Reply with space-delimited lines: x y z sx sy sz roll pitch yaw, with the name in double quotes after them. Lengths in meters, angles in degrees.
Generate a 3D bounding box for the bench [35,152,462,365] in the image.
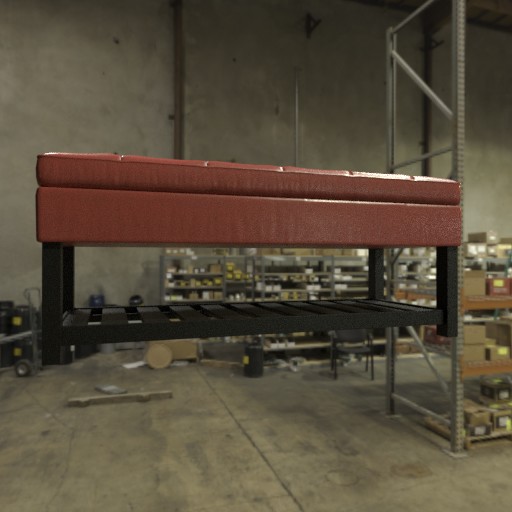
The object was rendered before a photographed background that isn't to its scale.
0.000 0.000 1.283 1.105 0.460 0.432 0 0 -18 "bench"
